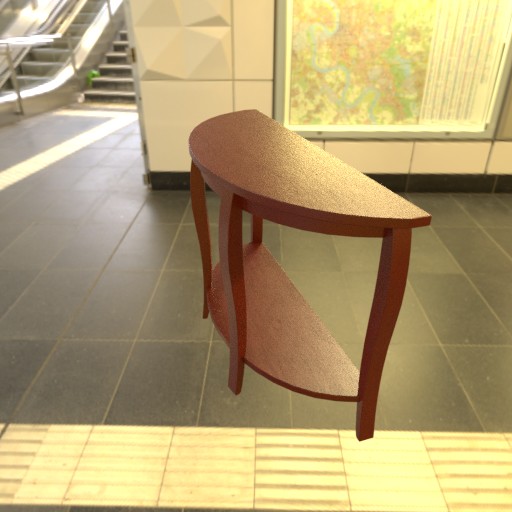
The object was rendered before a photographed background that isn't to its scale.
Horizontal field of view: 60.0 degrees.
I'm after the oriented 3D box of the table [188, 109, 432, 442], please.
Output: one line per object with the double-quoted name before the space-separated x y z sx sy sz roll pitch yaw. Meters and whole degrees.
"table" 0.000 0.000 1.604 0.405 0.779 1.219 -9 31 -16
